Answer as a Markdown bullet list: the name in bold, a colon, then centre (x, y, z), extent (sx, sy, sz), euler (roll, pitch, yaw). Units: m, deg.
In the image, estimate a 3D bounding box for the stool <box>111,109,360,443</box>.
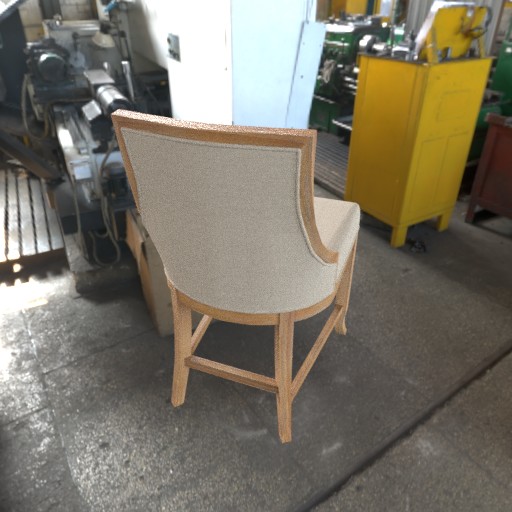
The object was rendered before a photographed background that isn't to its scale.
- **stool**: centre (0.000, 0.000, 1.328), extent (0.524, 0.938, 0.626), euler (11, 34, 18)
